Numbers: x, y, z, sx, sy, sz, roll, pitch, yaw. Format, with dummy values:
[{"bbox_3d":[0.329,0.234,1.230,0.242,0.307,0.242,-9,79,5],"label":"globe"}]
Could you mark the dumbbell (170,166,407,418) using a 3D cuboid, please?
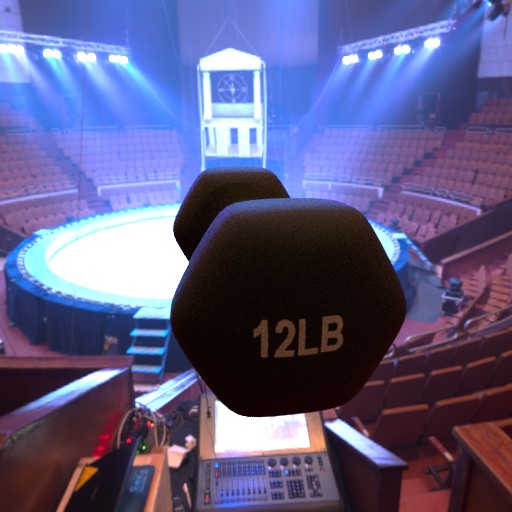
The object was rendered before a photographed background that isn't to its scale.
[{"bbox_3d":[0.000,0.000,0.294,0.112,0.101,0.231,-3,16,-9],"label":"dumbbell"}]
